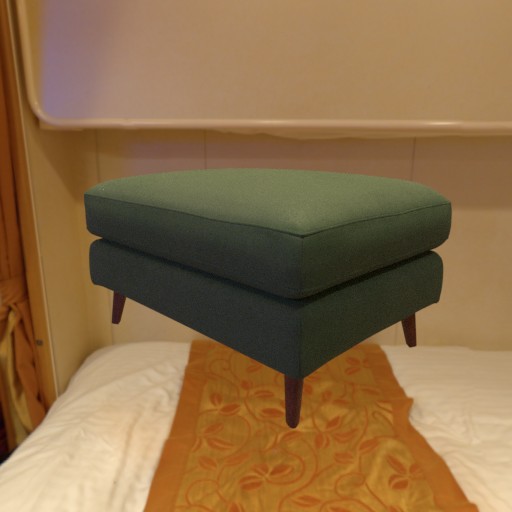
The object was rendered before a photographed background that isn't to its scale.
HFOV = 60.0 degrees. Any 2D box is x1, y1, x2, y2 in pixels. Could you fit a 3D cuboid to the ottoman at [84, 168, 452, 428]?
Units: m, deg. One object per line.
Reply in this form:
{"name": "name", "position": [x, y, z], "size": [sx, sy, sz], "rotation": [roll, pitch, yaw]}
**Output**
{"name": "ottoman", "position": [0.000, 0.000, 1.183], "size": [0.608, 0.449, 0.811], "rotation": [-14, 20, -43]}
